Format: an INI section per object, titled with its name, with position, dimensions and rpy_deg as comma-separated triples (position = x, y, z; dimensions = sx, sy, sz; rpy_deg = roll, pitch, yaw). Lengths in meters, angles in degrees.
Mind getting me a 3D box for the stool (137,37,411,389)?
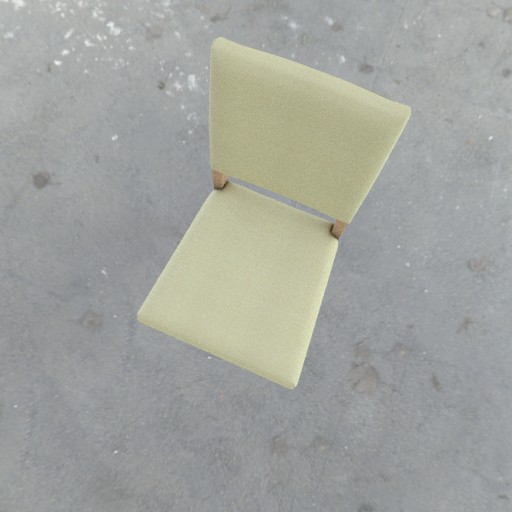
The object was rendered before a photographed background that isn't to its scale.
[stool]
position = 0.000, 0.000, 1.319
dimensions = 0.508, 0.986, 0.623
rpy_deg = 23, 77, 6
